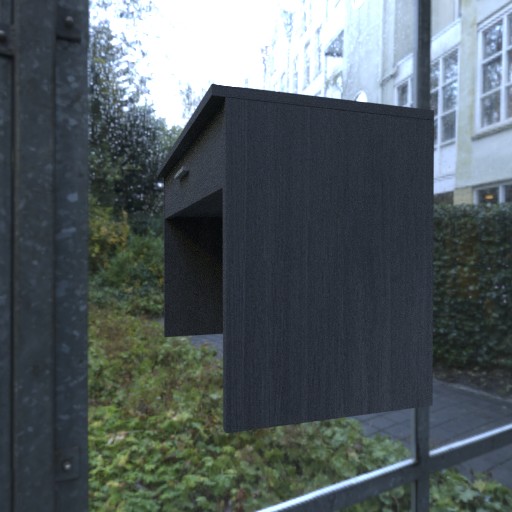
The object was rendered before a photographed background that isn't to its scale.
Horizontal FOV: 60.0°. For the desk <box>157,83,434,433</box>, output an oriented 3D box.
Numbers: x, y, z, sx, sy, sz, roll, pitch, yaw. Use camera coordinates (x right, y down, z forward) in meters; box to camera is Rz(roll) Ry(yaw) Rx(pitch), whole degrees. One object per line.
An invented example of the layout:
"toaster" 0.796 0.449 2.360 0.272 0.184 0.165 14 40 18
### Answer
"desk" 0.000 0.000 1.527 0.557 0.729 1.099 0 1 -18
